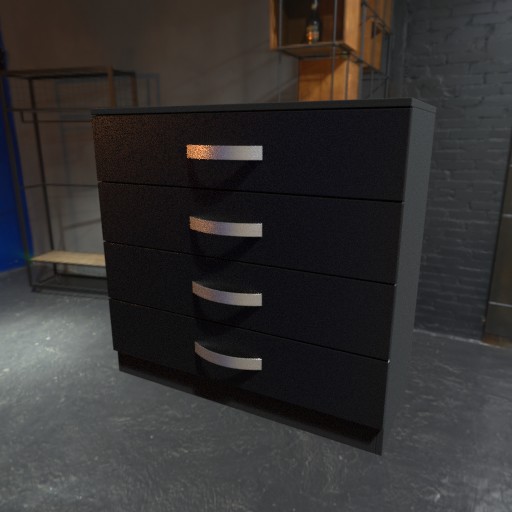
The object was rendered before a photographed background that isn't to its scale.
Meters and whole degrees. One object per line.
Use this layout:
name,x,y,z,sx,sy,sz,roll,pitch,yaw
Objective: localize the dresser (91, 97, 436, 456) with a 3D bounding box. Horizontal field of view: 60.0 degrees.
dresser,0.000,0.000,1.133,0.750,0.720,0.360,8,17,27
